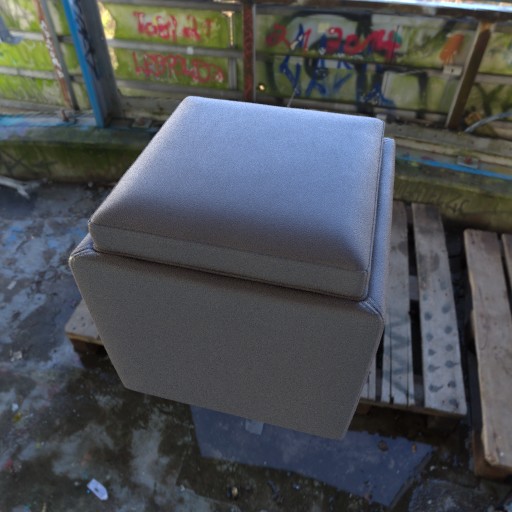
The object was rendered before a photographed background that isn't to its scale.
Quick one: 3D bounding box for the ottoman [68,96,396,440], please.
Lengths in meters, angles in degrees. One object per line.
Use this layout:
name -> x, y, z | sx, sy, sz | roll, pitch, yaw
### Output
ottoman -> 0.000, 0.000, 0.835 | 0.450, 0.460, 0.451 | 10, 46, 10
